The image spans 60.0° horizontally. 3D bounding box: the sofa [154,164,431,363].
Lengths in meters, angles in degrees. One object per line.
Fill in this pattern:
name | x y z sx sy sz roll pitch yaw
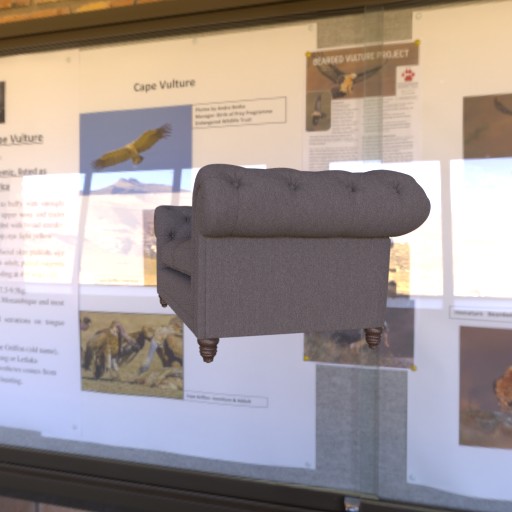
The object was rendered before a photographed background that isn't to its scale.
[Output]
sofa | 0.000 0.000 2.541 0.986 0.764 1.998 0 2 -18
